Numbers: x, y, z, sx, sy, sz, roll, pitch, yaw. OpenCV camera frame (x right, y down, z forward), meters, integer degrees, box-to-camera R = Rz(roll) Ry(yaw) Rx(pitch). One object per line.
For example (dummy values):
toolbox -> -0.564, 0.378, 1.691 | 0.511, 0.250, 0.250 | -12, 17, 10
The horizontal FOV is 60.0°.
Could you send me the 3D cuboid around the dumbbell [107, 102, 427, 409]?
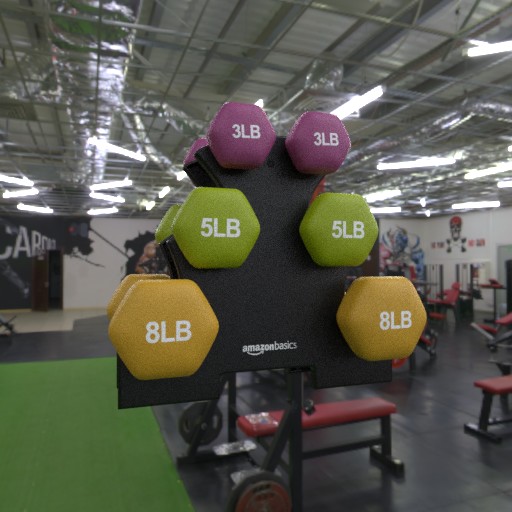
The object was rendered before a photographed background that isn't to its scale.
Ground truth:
dumbbell -> 0.000, 0.000, 0.469 | 0.300, 0.271, 0.190 | 0, -1, -18
